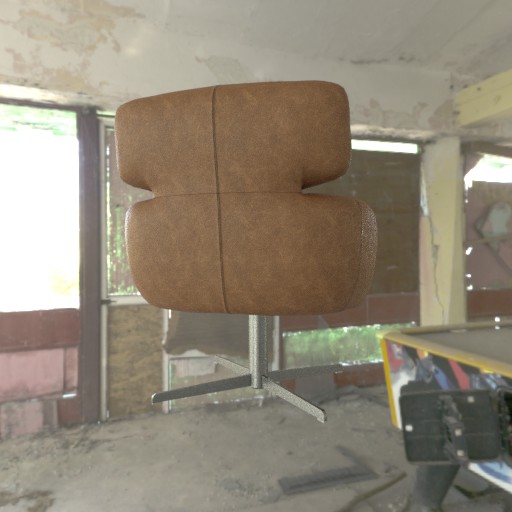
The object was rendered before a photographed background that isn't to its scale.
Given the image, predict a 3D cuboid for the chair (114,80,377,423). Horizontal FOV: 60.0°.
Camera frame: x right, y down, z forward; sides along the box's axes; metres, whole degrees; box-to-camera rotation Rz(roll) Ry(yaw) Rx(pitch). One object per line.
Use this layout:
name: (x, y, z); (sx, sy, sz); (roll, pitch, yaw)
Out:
chair: (0.000, 0.000, 1.346); (0.706, 0.812, 0.715); (0, 1, 16)
